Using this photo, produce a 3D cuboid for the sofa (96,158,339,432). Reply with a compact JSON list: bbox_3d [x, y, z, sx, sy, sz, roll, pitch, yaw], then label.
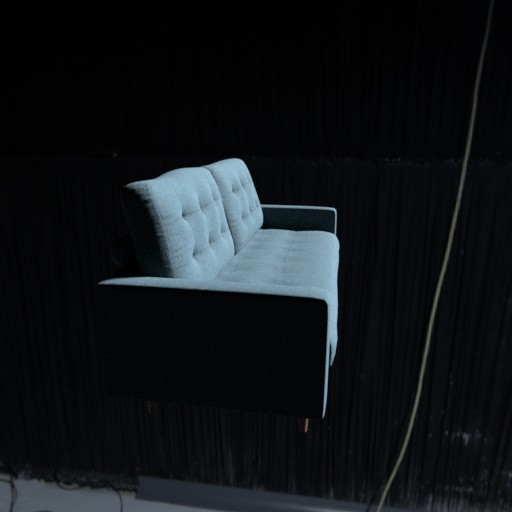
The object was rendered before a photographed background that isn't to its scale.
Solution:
[{"bbox_3d":[0.000,0.000,2.603,0.966,1.050,2.010,3,16,10],"label":"sofa"}]
